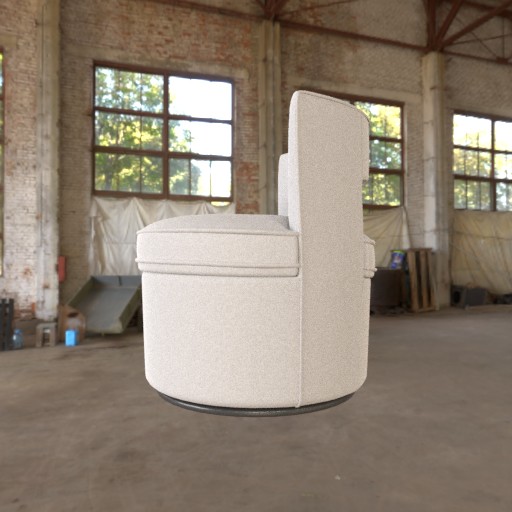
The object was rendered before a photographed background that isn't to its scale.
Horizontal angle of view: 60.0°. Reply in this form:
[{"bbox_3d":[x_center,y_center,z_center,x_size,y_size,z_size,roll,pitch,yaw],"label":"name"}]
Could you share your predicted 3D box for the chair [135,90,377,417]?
[{"bbox_3d":[0.000,0.000,1.256,0.665,0.723,0.650,0,-1,0],"label":"chair"}]
